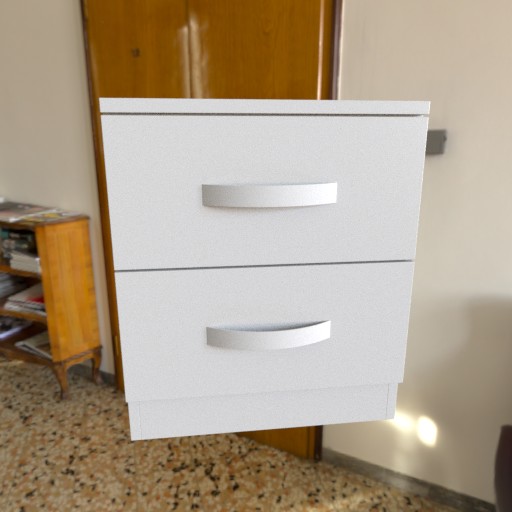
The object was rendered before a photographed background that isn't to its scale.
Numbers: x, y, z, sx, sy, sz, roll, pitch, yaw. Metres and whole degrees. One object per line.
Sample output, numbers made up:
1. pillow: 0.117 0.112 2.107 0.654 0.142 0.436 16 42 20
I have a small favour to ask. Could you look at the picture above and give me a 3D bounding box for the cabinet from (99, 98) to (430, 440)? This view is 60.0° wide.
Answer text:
1. cabinet: 0.000 0.000 0.738 0.400 0.470 0.360 -2 15 -7
